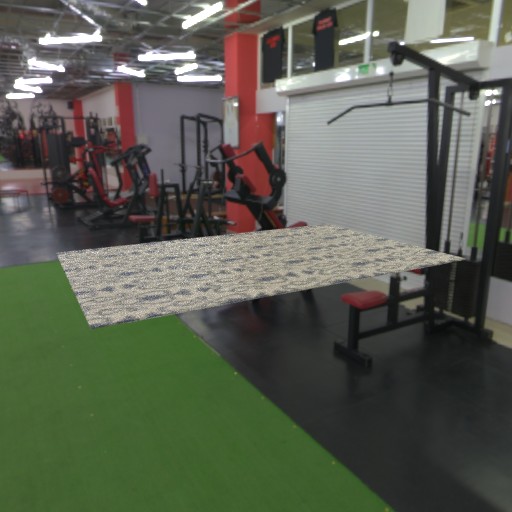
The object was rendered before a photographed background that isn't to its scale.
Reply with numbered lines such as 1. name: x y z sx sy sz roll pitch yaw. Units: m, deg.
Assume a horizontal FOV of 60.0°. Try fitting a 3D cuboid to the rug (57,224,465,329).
1. rug: 0.000 0.000 2.102 1.652 0.006 1.035 -8 16 -28
